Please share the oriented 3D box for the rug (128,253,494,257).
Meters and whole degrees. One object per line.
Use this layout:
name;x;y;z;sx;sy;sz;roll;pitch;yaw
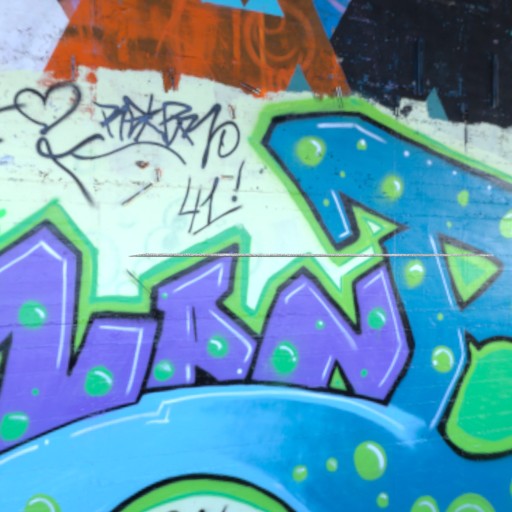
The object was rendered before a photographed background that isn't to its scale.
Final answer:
rug;0.000;0.000;2.286;1.221;0.006;1.827;0;0;-18
